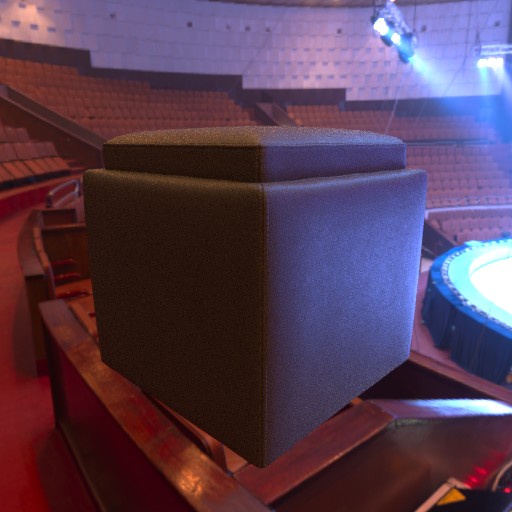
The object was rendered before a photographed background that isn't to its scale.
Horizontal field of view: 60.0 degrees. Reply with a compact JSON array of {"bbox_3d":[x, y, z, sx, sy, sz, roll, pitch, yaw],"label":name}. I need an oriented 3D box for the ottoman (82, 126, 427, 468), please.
[{"bbox_3d":[0.000,0.000,0.823,0.450,0.460,0.451,14,20,42],"label":"ottoman"}]
